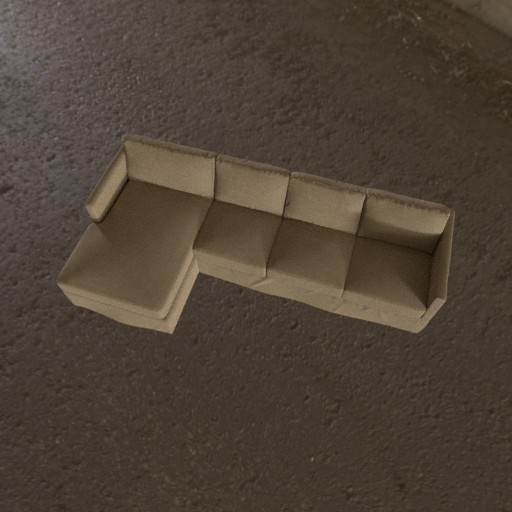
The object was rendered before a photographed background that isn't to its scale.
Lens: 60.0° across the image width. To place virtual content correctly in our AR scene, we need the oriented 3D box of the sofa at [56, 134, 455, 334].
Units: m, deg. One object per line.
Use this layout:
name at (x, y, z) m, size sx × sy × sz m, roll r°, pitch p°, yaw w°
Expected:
sofa at (0.000, 0.000, 3.988) m, size 3.198 × 0.920 × 1.638 m, roll 15°, pitch 60°, yaw 9°
